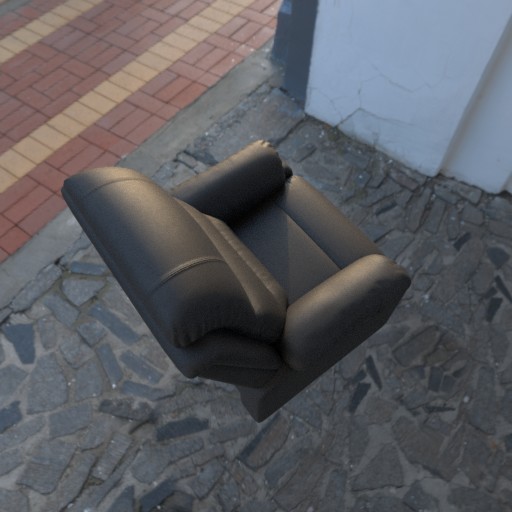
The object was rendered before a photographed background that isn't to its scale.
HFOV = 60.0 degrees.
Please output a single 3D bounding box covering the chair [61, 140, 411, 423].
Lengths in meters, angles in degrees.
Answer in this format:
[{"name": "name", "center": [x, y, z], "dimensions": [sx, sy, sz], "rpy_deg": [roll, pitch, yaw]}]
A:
[{"name": "chair", "center": [0.000, 0.000, 1.585], "dimensions": [0.919, 0.992, 0.855], "rpy_deg": [-33, 64, -18]}]
